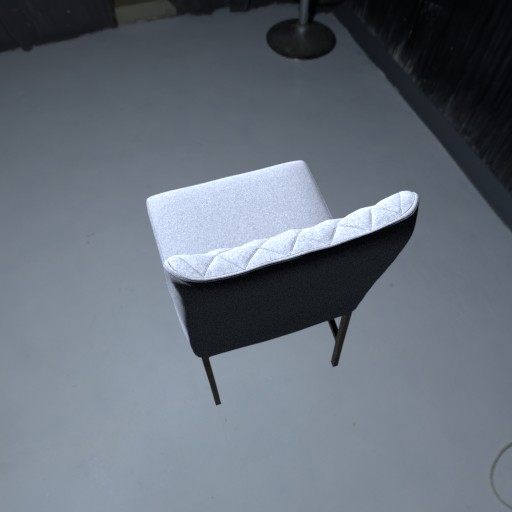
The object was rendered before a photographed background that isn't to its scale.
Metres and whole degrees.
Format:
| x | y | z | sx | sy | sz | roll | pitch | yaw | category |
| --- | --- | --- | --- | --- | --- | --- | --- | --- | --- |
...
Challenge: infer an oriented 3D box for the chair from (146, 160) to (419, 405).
| x | y | z | sx | sy | sz | roll | pitch | yaw | category |
| --- | --- | --- | --- | --- | --- | --- | --- | --- | --- |
| 0.000 | 0.000 | 1.212 | 0.508 | 0.889 | 0.587 | -15 | 59 | -9 | chair |
